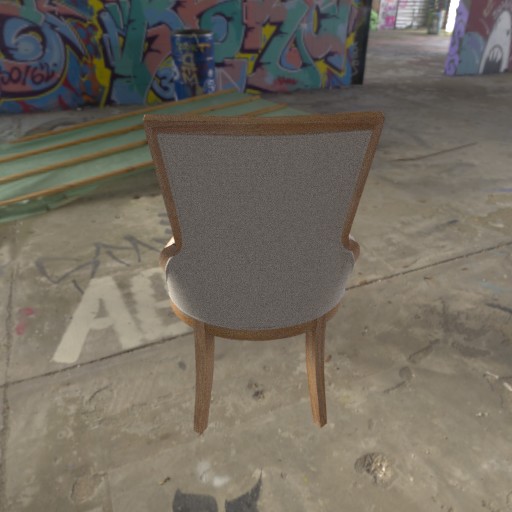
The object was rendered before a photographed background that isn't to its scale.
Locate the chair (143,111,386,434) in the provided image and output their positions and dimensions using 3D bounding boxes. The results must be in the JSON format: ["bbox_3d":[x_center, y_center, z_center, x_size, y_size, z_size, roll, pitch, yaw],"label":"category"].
[{"bbox_3d":[0.000,0.000,1.314,0.524,0.947,0.641,-2,31,-3],"label":"chair"}]
